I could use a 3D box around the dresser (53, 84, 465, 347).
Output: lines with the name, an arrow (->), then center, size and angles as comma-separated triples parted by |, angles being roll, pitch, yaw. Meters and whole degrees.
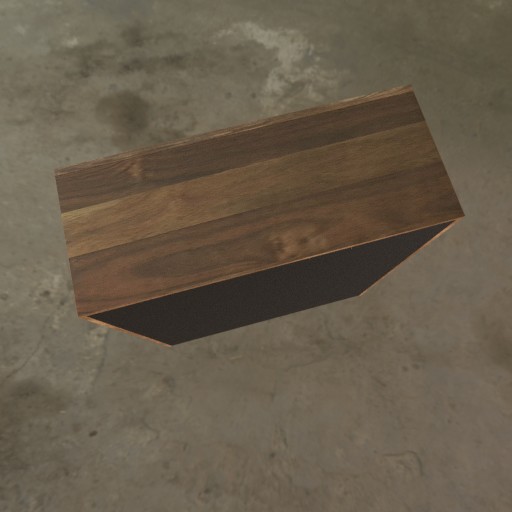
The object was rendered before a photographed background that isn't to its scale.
dresser -> 0.000, 0.000, 1.896 | 1.062, 1.393, 0.442 | -15, 75, -4
